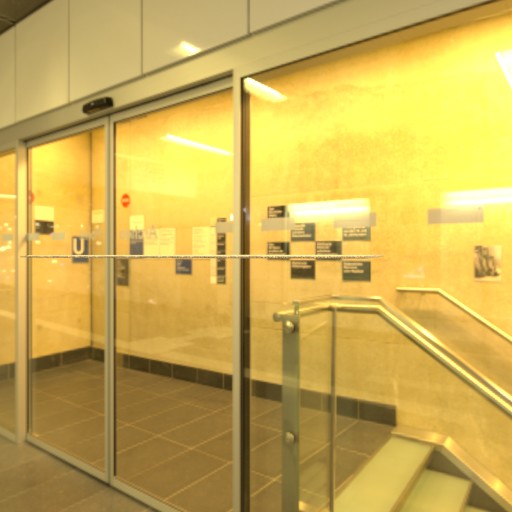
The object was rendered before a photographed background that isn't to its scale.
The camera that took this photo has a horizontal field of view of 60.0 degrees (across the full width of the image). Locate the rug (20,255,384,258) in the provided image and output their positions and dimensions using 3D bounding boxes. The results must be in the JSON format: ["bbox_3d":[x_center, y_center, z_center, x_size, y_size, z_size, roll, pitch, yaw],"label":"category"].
[{"bbox_3d":[0.000,0.000,2.820,1.514,0.011,2.233,0,0,18],"label":"rug"}]
